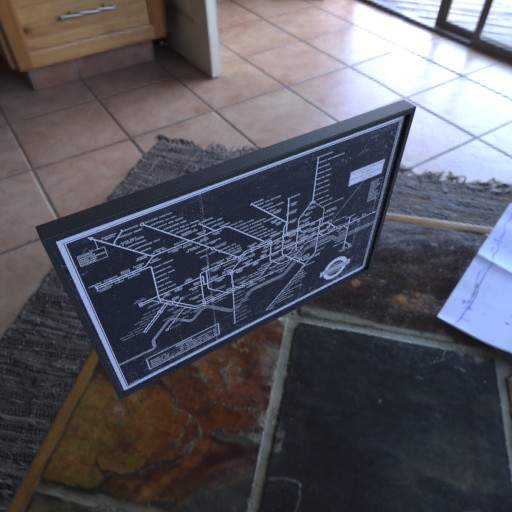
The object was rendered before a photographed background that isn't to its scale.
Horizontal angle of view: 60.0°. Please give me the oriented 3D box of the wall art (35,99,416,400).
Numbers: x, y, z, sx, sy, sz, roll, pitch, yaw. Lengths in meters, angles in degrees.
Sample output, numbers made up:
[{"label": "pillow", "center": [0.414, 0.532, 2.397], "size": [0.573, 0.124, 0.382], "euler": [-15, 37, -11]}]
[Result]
[{"label": "wall art", "center": [0.000, 0.000, 0.573], "size": [0.443, 0.301, 0.021], "euler": [-24, 51, -21]}]
